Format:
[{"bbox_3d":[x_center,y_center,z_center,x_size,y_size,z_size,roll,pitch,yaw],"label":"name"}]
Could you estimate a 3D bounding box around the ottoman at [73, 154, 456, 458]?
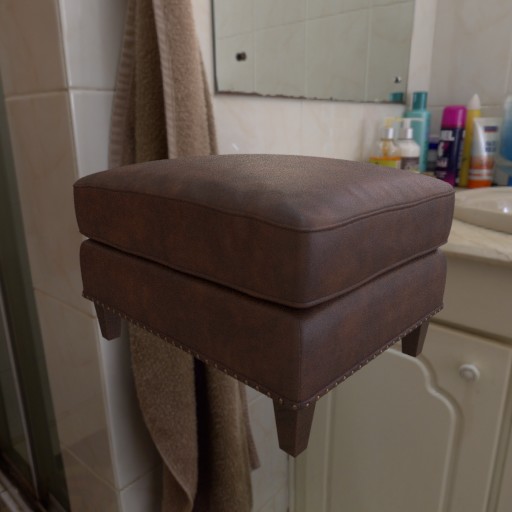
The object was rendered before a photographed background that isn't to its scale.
[{"bbox_3d":[0.000,0.000,1.098,0.742,0.486,0.586,15,22,41],"label":"ottoman"}]
